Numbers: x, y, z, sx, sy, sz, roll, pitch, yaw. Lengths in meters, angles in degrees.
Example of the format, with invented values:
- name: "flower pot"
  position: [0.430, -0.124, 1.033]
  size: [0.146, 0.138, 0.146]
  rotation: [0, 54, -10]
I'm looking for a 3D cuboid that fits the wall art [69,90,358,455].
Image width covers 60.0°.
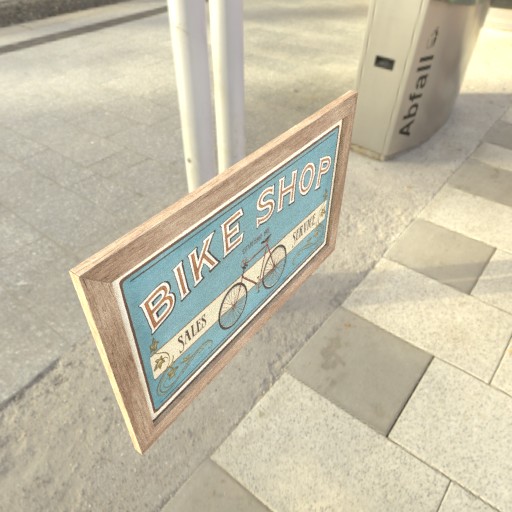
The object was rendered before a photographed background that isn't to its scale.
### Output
- name: "wall art"
  position: [0.000, 0.000, 0.955]
  size: [0.021, 0.480, 0.780]
  rotation: [26, 47, 27]
